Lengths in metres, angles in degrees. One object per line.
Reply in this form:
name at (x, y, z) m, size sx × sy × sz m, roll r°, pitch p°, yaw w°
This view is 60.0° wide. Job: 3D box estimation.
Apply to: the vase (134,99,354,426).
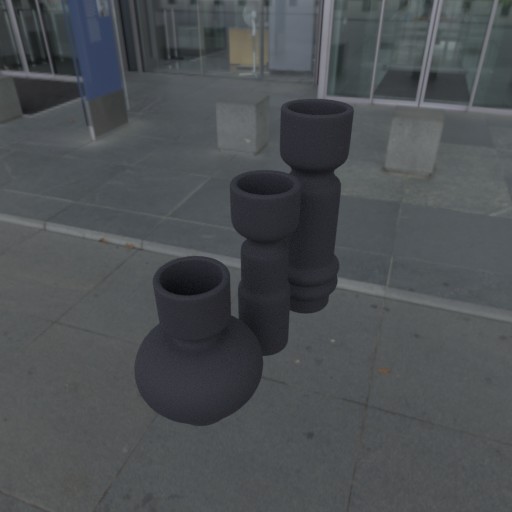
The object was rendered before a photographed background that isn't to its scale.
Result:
vase at (0.000, 0.000, 0.446) m, size 0.120 × 0.249 × 0.307 m, roll 20°, pitch 37°, yaw 29°
